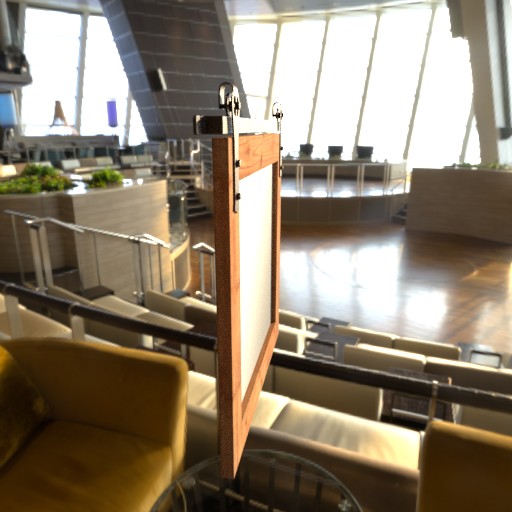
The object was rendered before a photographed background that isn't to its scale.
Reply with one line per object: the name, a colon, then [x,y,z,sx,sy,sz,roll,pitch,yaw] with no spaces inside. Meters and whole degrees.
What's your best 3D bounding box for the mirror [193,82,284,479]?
mirror: [0.000,0.000,1.168,0.054,0.800,0.805,3,16,10]
